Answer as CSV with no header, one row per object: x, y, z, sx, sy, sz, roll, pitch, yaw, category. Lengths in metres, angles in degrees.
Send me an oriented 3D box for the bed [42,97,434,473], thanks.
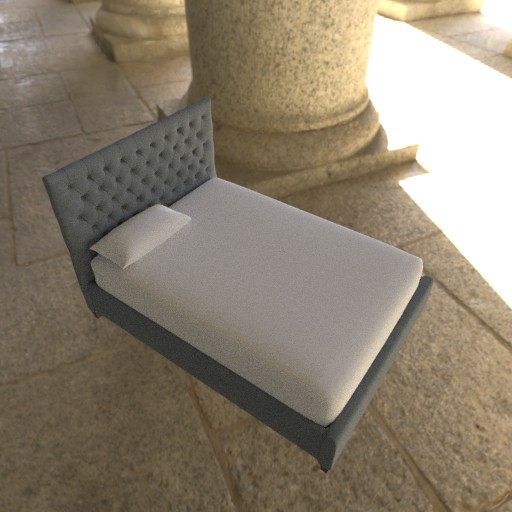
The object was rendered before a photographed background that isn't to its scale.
0.000,0.000,3.388,2.335,1.411,1.698,25,47,26,bed
